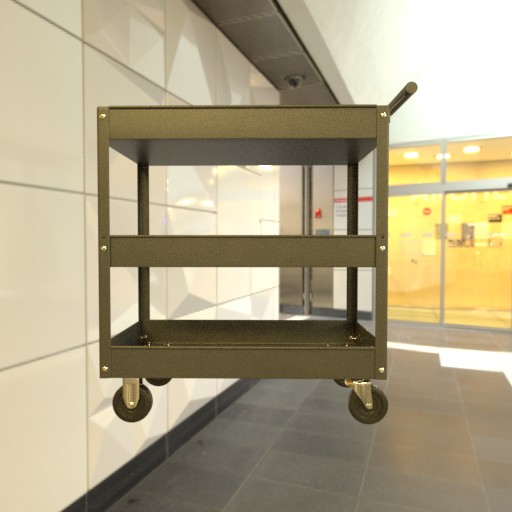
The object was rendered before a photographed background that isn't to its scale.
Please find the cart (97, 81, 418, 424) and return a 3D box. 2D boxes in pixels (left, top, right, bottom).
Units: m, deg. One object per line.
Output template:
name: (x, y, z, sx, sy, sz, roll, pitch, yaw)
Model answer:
cart: (0.000, 0.000, 1.175, 0.719, 0.780, 0.366, 0, 2, 1)
